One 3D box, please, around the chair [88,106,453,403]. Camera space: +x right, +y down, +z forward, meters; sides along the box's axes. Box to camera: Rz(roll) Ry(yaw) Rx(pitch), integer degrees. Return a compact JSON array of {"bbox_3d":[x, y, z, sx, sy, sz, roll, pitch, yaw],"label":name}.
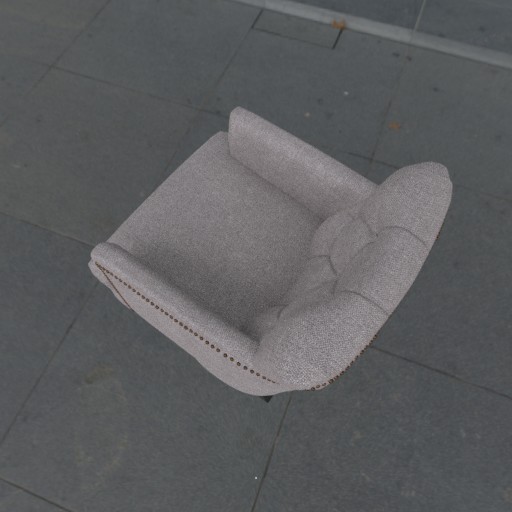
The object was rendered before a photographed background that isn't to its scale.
[{"bbox_3d":[0.000,0.000,1.490,0.902,0.823,0.737,33,68,15],"label":"chair"}]
